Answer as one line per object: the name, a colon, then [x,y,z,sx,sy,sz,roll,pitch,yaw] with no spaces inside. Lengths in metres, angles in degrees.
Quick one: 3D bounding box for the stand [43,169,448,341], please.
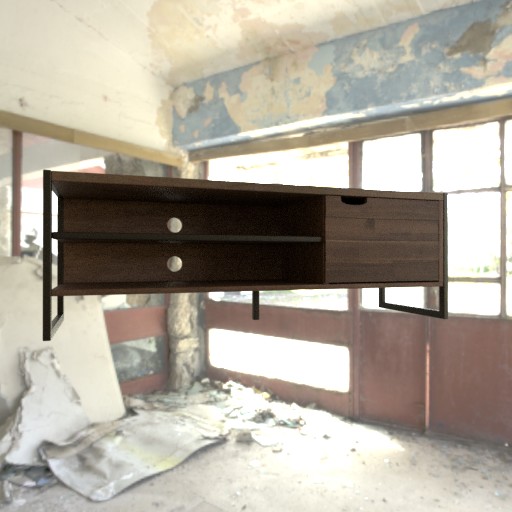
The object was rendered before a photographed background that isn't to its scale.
stand: [0.000,0.000,1.757,1.480,0.506,0.454,0,0,-19]
